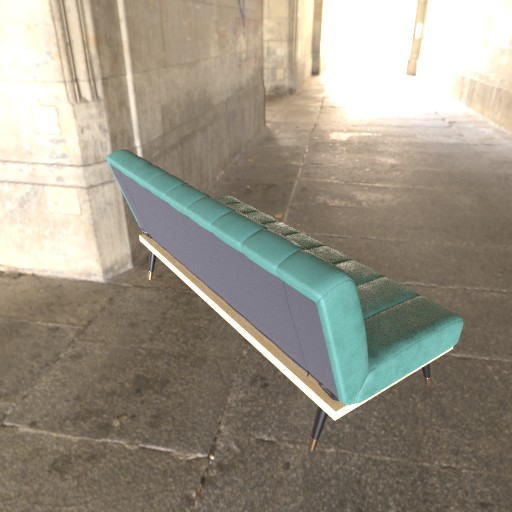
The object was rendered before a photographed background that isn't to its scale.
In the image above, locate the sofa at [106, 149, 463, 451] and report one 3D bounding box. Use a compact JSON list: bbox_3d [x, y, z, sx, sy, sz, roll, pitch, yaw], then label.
[{"bbox_3d":[0.000,0.000,2.219,0.830,0.820,1.810,-17,32,-30],"label":"sofa"}]
